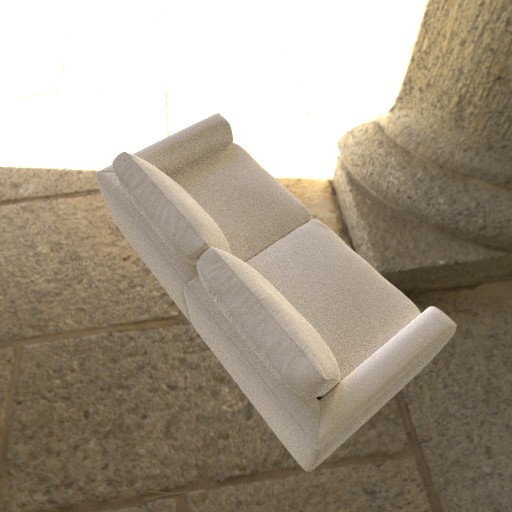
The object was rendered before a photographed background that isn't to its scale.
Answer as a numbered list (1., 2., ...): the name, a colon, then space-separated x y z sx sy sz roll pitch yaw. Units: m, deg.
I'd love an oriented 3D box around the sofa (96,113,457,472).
1. sofa: 0.000 0.000 2.809 1.070 0.801 2.262 -33 62 -20
